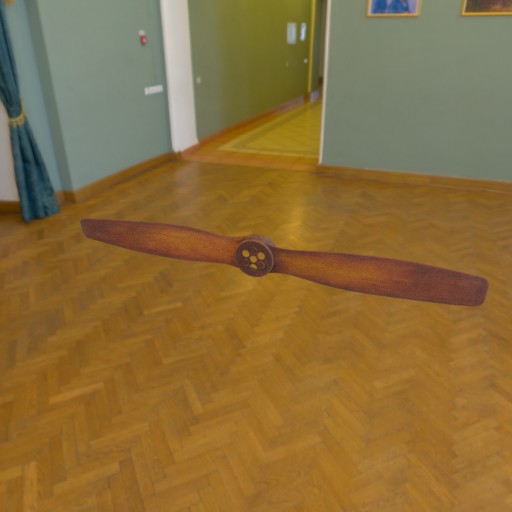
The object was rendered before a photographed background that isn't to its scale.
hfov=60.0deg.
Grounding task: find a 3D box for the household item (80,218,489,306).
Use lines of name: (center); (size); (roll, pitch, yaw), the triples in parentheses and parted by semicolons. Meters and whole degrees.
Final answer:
household item: (0.000, 0.000, 1.243); (1.181, 0.121, 0.051); (9, 28, 17)
